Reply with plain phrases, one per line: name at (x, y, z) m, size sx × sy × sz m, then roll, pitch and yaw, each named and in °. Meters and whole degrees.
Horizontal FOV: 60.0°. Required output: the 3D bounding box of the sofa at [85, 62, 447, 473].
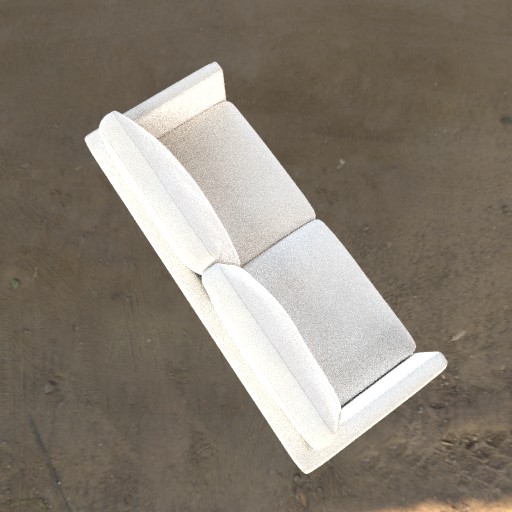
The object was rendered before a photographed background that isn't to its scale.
sofa at (0.000, 0.000, 2.587) m, size 0.924 × 0.933 × 2.139 m, roll -34°, pitch 78°, yaw -8°
